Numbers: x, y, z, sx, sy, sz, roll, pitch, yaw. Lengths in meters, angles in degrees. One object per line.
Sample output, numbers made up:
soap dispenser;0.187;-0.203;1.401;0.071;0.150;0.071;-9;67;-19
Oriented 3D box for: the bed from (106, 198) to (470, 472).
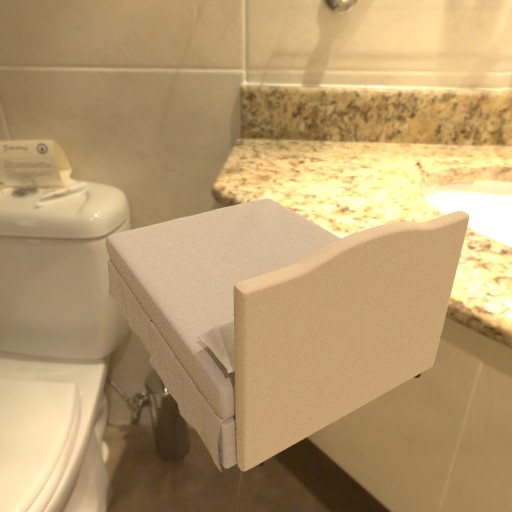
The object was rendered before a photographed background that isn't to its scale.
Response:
bed;0.000;0.000;3.646;1.977;1.437;2.477;-17;33;-28
